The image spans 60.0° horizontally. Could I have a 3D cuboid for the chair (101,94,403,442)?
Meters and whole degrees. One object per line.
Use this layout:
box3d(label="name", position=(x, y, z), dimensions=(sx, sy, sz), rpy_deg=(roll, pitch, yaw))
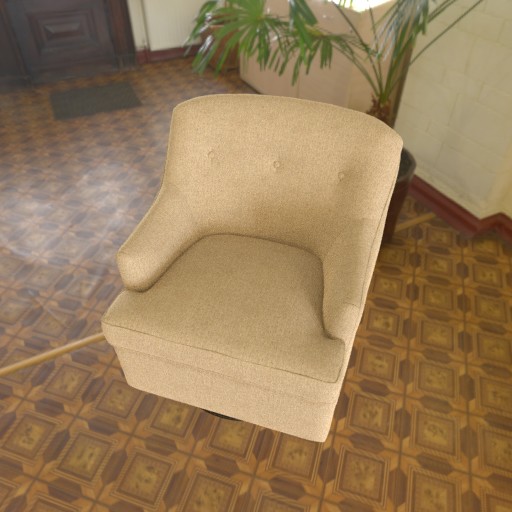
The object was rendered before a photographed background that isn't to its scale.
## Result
box3d(label="chair", position=(0.000, 0.000, 1.631), dimensions=(0.864, 0.856, 0.923), rpy_deg=(12, 44, 13))
